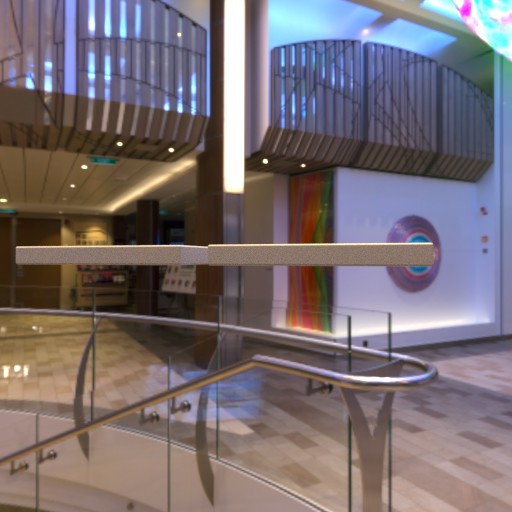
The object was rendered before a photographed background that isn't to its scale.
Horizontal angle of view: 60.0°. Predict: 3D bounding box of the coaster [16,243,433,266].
[{"bbox_3d":[0.000,0.000,0.319,0.219,0.010,0.214,0,0,17],"label":"coaster"}]
